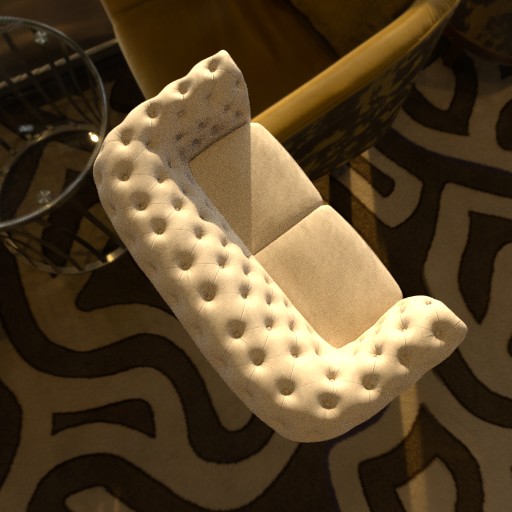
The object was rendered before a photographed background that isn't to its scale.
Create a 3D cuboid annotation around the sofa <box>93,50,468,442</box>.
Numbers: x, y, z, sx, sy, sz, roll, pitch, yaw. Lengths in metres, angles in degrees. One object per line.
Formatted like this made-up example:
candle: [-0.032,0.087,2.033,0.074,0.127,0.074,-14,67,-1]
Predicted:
sofa: [0.000,0.000,2.499,1.069,0.835,1.988,-37,79,-8]
